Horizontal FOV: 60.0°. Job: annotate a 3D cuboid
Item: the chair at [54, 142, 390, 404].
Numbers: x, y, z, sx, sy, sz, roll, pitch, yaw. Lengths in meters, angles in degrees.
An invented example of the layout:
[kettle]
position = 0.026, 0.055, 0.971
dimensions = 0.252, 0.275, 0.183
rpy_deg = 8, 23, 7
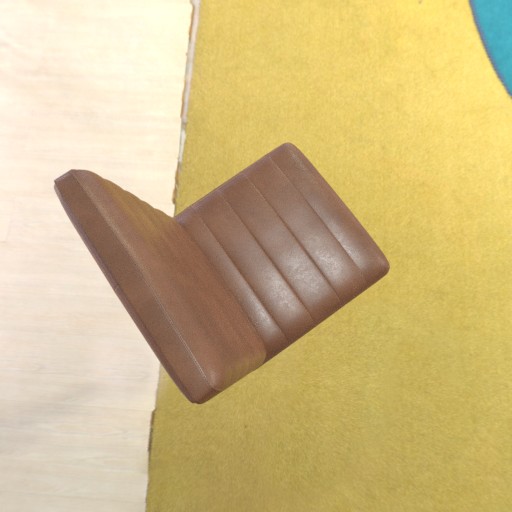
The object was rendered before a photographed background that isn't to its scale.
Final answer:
[chair]
position = 0.000, 0.000, 1.276
dimensions = 0.634, 0.930, 0.520
rpy_deg = -34, 78, -8
